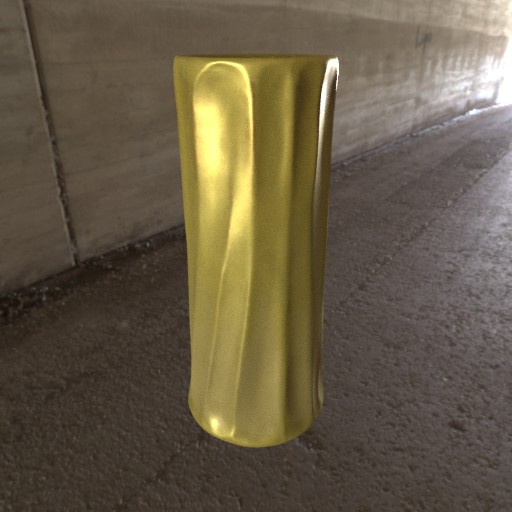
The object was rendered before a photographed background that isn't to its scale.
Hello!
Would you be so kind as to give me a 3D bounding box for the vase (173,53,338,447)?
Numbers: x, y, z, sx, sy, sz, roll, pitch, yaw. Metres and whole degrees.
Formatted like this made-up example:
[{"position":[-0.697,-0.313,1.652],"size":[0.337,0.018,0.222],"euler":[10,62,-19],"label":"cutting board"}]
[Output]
[{"position":[0.000,0.000,0.173],"size":[0.061,0.143,0.061],"euler":[0,26,0],"label":"vase"}]
